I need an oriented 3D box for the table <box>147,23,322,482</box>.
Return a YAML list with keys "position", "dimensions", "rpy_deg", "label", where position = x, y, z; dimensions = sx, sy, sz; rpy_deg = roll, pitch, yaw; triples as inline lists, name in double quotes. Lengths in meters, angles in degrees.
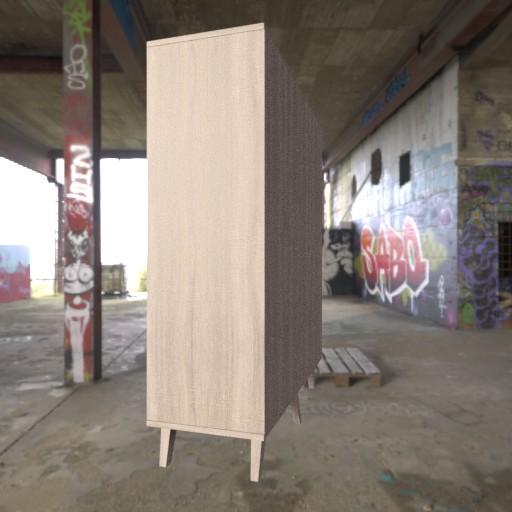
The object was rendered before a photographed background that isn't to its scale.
- position: [0.000, 0.000, 1.905]
  dimensions: [0.398, 1.388, 1.111]
  rpy_deg: [0, 0, 17]
  label: "table"
